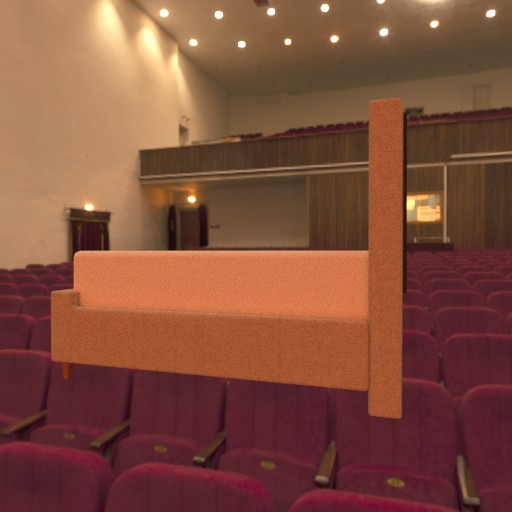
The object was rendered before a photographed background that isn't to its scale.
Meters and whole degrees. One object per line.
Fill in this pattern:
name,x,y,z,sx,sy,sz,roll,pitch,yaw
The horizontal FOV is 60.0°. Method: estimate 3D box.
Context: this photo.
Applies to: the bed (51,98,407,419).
bed,0.000,0.000,3.705,2.370,1.743,2.045,0,1,18
